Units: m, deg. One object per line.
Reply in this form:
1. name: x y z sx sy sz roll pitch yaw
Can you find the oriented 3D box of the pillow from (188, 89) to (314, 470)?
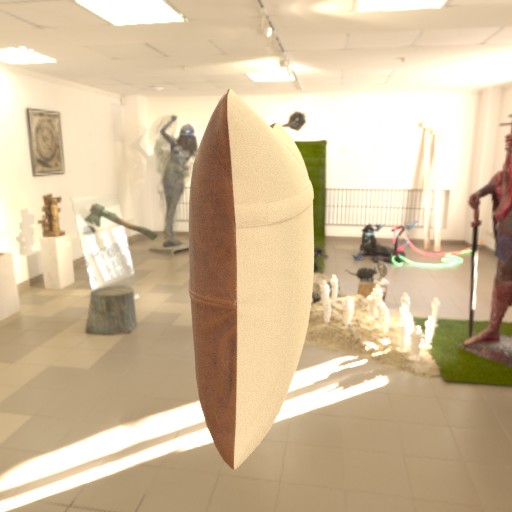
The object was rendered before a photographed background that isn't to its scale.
1. pillow: 0.000 0.000 0.744 0.192 0.470 0.484 2 13 9
